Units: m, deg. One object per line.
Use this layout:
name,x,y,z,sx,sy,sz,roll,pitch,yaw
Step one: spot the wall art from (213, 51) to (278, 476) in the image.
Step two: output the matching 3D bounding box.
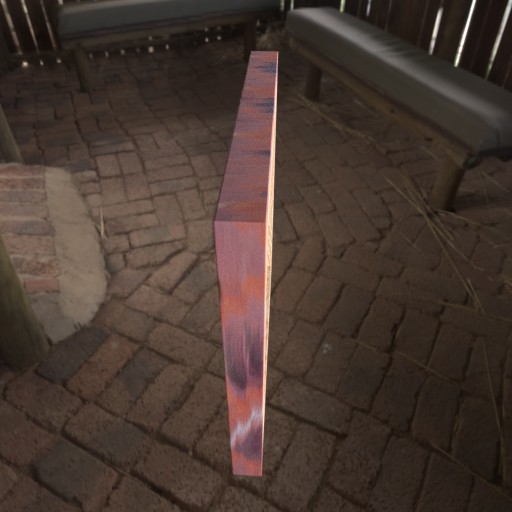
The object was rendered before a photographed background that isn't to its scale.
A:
wall art,0.000,0.000,0.596,0.038,0.406,0.403,2,41,3
